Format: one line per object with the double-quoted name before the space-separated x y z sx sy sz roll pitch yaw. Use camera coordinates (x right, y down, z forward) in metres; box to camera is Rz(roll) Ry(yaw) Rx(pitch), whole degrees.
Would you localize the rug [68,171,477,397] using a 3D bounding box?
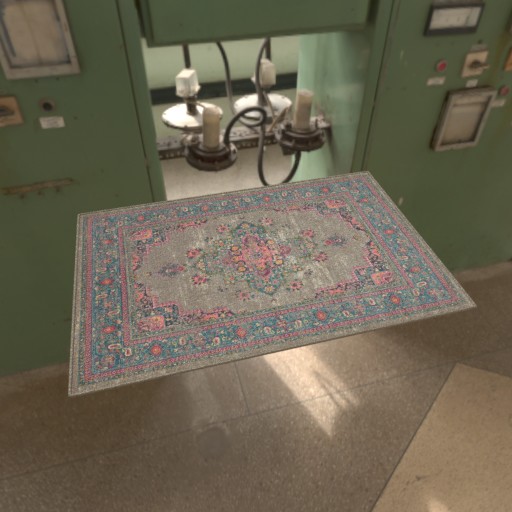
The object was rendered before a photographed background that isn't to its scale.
"rug" 0.000 0.000 2.216 1.748 0.014 1.144 -10 44 -10
